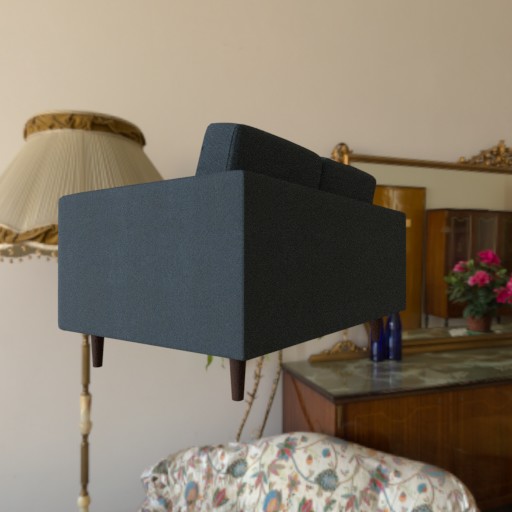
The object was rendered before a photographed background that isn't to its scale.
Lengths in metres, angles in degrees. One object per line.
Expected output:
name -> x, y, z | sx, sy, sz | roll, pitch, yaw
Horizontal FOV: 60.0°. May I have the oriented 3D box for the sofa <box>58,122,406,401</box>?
sofa -> 0.000, 0.000, 2.159 | 0.999, 0.930, 1.518 | 0, 0, 35
